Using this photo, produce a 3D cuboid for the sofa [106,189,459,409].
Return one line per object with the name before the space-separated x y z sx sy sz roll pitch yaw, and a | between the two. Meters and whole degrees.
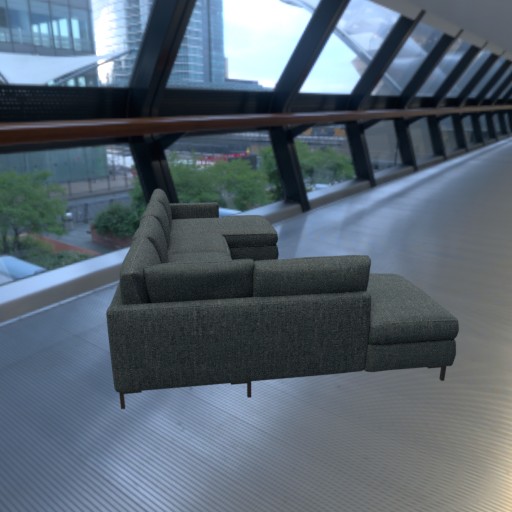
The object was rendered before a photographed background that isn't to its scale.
sofa | 0.000 0.000 3.567 1.879 0.753 2.737 -3 18 -8
